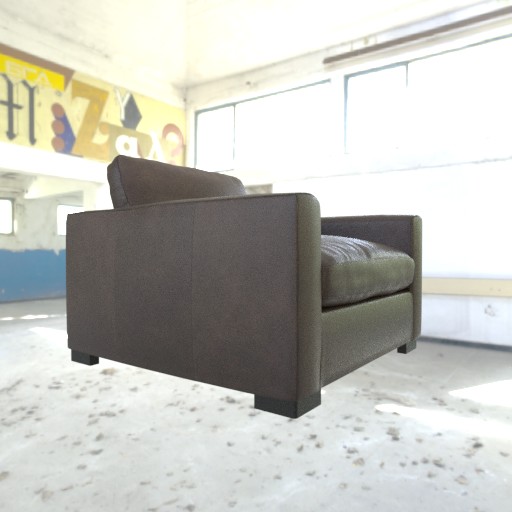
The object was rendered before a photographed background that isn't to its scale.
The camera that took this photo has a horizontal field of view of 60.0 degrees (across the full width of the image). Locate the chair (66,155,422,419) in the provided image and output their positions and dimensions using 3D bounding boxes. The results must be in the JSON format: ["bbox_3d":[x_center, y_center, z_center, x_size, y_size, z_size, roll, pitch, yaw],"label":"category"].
[{"bbox_3d":[0.000,0.000,1.802,1.069,0.812,1.100,1,1,36],"label":"chair"}]
